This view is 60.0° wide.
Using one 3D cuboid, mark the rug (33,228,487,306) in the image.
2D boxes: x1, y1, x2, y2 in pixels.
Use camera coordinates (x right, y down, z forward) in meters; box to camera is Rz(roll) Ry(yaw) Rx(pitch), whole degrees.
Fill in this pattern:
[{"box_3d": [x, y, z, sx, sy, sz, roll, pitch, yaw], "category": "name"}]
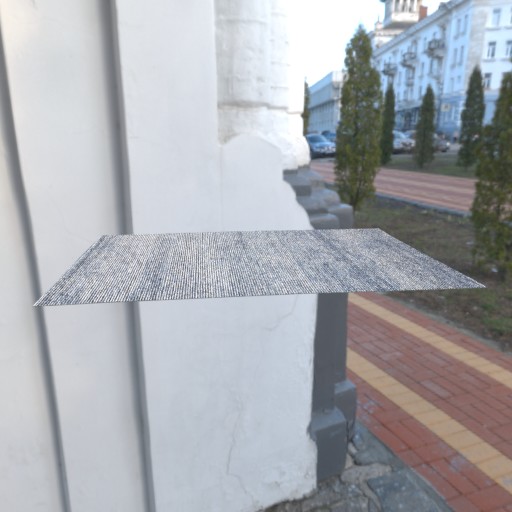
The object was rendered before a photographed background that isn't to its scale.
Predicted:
[{"box_3d": [0.000, 0.000, 2.217, 1.740, 0.010, 1.135, -2, 16, -6], "category": "rug"}]
